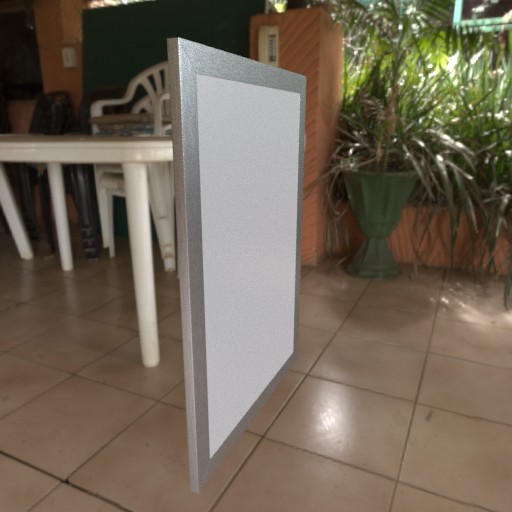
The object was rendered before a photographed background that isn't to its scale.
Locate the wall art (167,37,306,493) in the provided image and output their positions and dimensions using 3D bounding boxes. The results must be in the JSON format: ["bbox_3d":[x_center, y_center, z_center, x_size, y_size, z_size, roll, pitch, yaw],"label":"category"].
[{"bbox_3d":[0.000,0.000,0.656,0.013,0.529,0.376,7,18,24],"label":"wall art"}]
